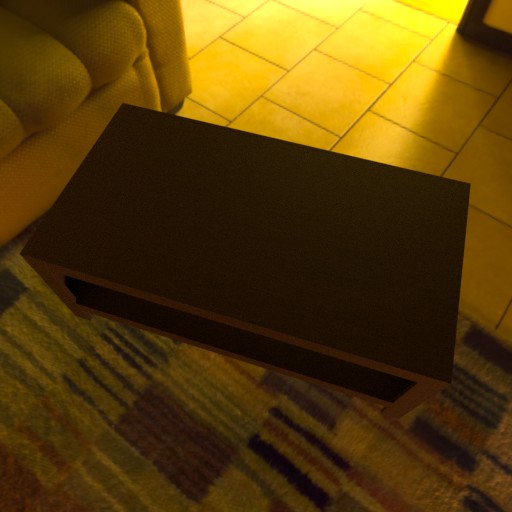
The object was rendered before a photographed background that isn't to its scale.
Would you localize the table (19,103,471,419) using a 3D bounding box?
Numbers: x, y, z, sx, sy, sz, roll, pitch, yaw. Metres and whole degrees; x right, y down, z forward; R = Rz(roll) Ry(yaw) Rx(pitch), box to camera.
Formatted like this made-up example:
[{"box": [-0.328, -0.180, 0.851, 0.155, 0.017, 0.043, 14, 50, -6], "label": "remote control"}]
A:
[{"box": [0.000, 0.000, 1.392, 1.099, 0.424, 0.597, 15, 61, 9], "label": "table"}]
